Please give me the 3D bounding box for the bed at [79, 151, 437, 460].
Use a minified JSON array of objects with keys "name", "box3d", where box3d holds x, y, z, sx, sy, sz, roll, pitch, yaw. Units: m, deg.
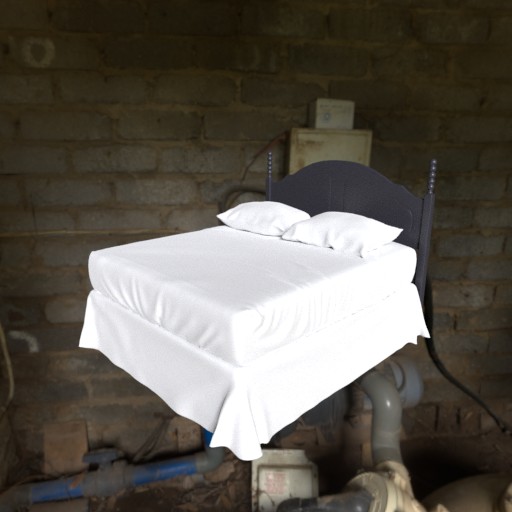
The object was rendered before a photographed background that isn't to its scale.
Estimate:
[{"name":"bed","box3d":[0.000,0.000,3.196,2.040,1.356,1.873,-15,22,-43]}]
